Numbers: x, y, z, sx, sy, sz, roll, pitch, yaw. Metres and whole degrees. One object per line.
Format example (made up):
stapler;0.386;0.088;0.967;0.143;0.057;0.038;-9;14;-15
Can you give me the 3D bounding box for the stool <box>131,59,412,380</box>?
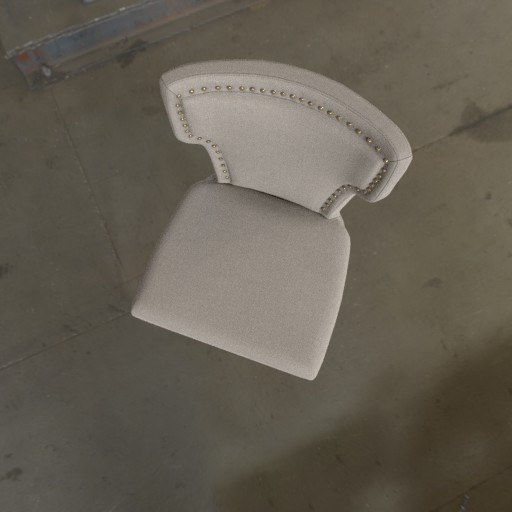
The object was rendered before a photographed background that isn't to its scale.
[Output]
stool;0.000;0.000;1.285;0.527;0.982;0.563;19;76;5
